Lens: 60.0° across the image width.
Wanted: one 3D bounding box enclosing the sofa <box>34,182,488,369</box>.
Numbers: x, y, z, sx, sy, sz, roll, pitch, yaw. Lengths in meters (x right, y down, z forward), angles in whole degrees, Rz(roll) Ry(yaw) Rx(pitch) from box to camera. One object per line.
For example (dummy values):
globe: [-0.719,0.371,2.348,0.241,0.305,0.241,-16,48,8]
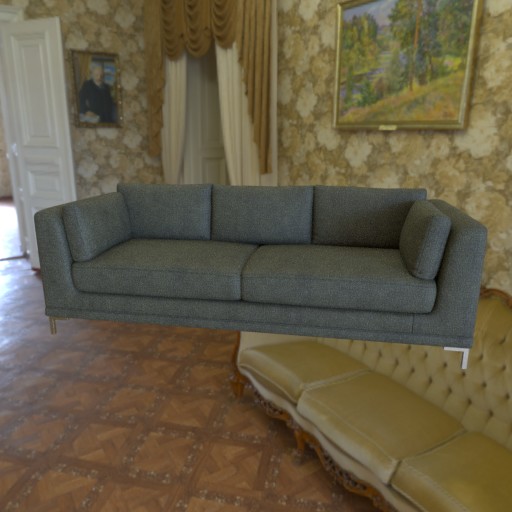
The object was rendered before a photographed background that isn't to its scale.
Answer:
sofa: [0.000,0.000,2.823,2.415,0.867,0.969,3,15,10]
